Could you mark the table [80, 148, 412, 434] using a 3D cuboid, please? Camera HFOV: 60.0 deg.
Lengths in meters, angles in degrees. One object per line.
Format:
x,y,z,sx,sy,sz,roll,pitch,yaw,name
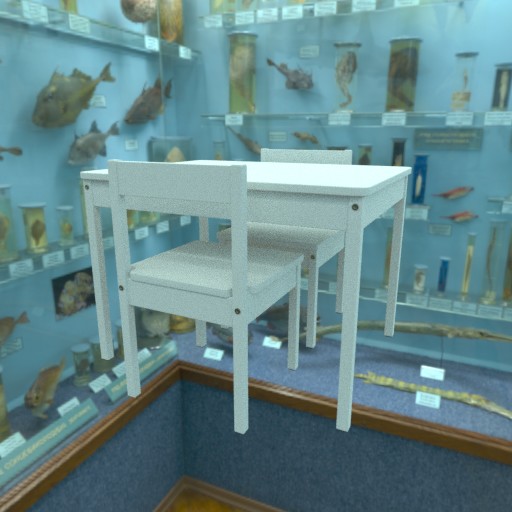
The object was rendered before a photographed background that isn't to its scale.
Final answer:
0.000,0.000,1.120,0.650,0.503,0.672,8,17,26,table
